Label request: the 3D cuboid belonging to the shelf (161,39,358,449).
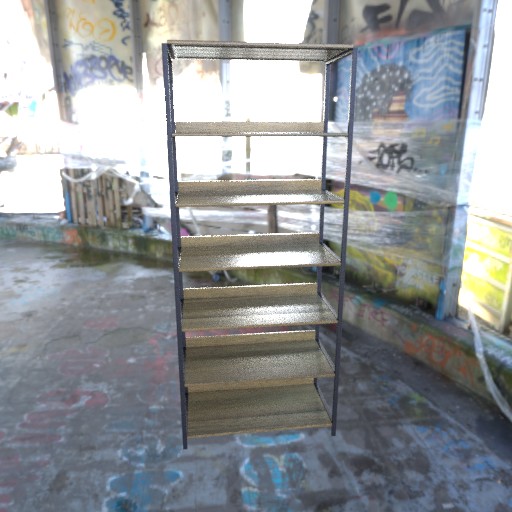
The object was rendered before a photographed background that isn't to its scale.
[{"bbox_3d":[0.000,0.000,2.368,0.847,2.015,0.431,-2,16,-7],"label":"shelf"}]
